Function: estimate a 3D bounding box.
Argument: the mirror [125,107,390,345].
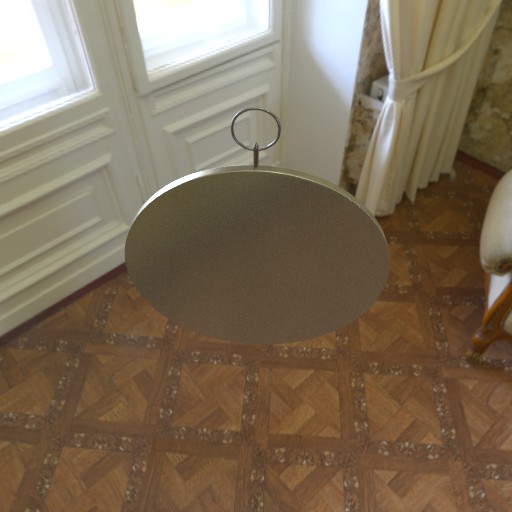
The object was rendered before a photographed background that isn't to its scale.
[{"bbox_3d":[0.000,0.000,0.978,0.594,0.713,0.020,2,48,2],"label":"mirror"}]
